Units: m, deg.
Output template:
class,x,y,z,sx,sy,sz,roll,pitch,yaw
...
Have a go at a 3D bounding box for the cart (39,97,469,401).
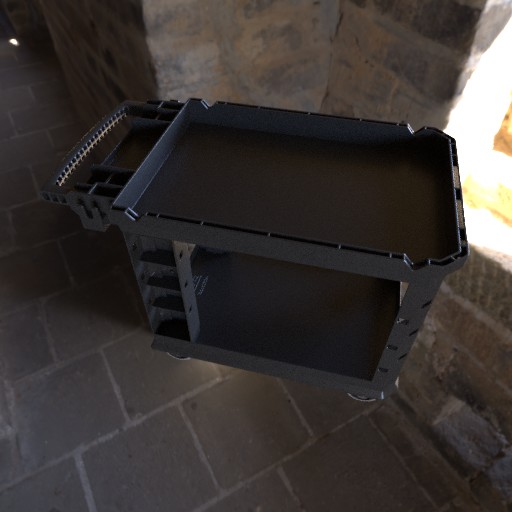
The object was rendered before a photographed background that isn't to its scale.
class,x,y,z,sx,sy,sz,roll,pitch,yaw
cart,0.000,0.000,1.716,1.239,0.884,0.674,10,47,10
